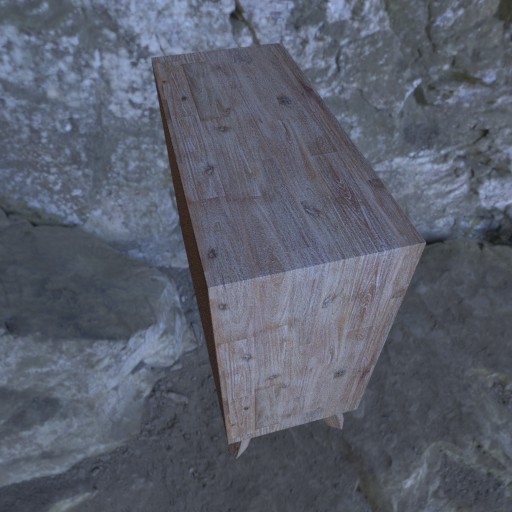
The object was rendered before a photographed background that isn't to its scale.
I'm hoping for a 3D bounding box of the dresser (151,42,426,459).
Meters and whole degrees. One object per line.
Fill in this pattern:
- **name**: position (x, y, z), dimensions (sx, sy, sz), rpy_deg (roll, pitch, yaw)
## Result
- **dresser**: position (0.000, 0.000, 1.571), dimensions (0.455, 1.029, 0.998), rpy_deg (-11, 49, -10)
